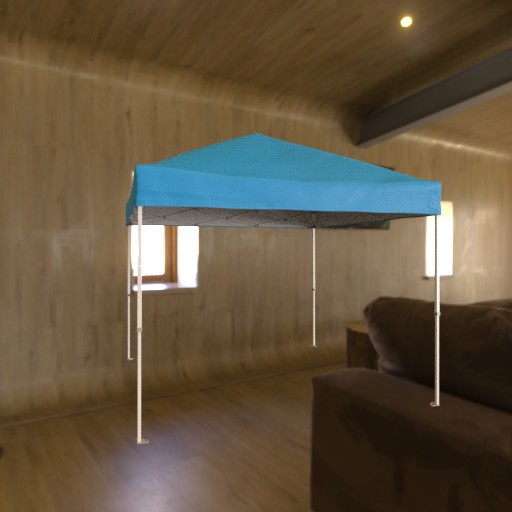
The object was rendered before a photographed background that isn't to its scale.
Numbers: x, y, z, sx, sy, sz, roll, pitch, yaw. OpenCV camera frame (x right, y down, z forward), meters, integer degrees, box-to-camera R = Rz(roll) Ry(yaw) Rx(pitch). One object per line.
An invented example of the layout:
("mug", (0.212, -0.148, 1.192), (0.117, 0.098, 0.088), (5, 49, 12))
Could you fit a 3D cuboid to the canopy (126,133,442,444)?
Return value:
("canopy", (0.000, 0.000, 5.424), (2.996, 2.997, 2.998), (0, 1, -18))
